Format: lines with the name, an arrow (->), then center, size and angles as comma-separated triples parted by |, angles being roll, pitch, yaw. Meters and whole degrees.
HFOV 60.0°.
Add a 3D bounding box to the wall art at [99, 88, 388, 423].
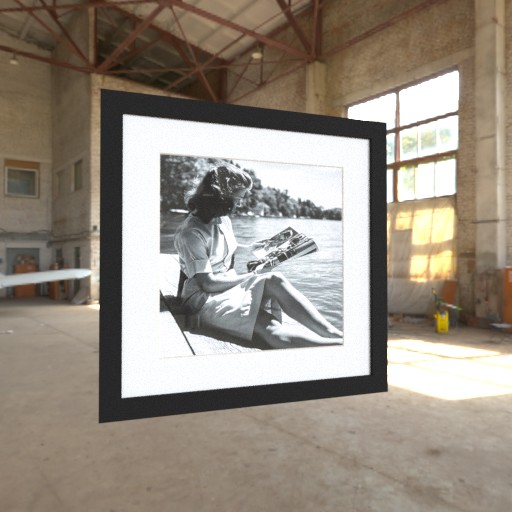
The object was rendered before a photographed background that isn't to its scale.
wall art -> 0.000, 0.000, 0.694 | 0.462, 0.458, 0.030 | 0, -1, -19
